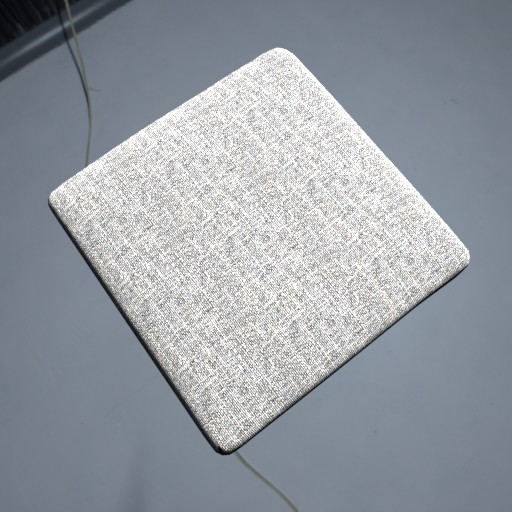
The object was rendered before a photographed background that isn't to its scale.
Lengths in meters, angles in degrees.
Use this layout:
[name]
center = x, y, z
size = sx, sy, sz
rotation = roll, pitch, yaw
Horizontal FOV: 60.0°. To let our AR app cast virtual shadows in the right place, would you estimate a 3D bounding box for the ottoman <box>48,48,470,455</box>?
[ottoman]
center = 0.000, 0.000, 0.904
size = 0.512, 0.453, 0.521
rotation = -36, 79, -8
